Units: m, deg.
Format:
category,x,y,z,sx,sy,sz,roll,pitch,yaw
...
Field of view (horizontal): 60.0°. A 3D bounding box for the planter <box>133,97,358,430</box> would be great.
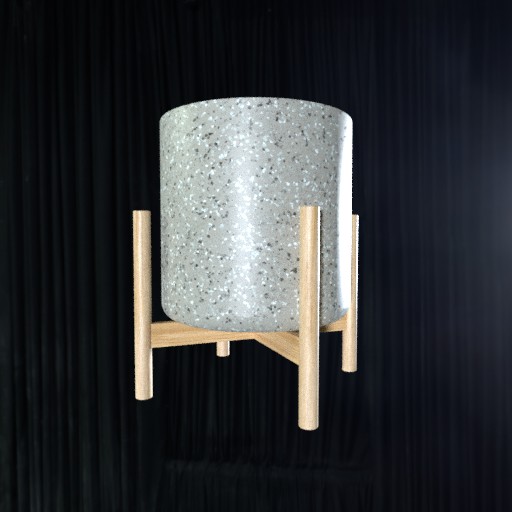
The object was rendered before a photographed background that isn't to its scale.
category,x,y,z,sx,sy,sz,roll,pitch,yaw
planter,0.000,0.000,0.725,0.360,0.419,0.360,0,3,1
